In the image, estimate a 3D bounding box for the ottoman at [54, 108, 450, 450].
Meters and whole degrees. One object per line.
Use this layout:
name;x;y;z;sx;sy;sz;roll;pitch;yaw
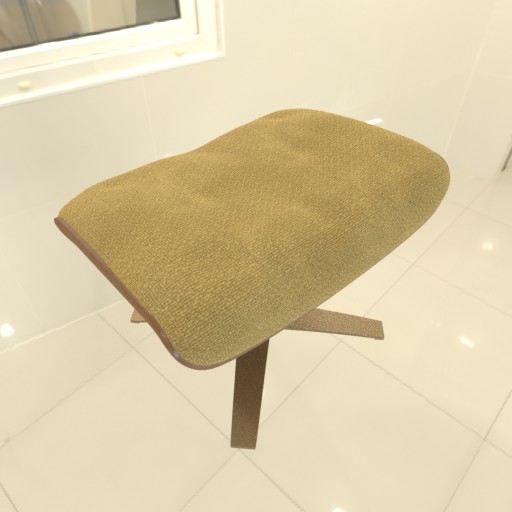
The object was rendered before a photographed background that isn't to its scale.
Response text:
ottoman;0.000;0.000;0.781;0.520;0.391;0.394;-31;52;-27
